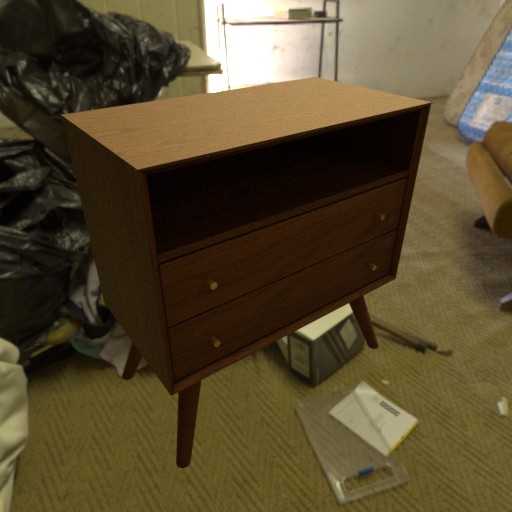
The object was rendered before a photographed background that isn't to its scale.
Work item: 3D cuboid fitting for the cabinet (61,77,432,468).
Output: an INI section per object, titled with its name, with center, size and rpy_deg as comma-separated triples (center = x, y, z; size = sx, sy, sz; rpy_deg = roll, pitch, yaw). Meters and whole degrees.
[cabinet]
center = 0.000, 0.000, 1.152
size = 0.712, 0.748, 0.388
rpy_deg = -21, 38, -30
